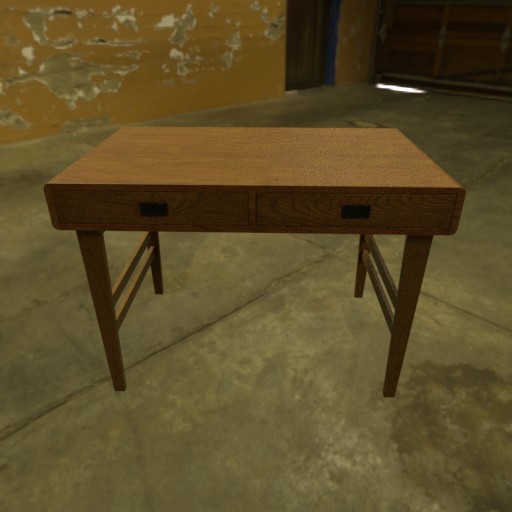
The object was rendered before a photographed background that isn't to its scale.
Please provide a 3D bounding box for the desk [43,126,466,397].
[{"bbox_3d":[0.000,0.000,1.575,1.066,0.754,0.660,1,28,2],"label":"desk"}]
